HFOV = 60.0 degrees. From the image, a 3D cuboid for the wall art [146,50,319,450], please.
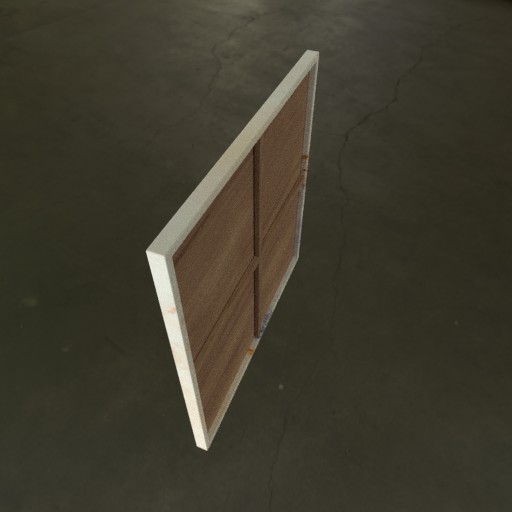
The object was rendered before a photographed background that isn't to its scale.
[{"bbox_3d":[0.000,0.000,1.346,0.038,0.889,0.889,17,49,15],"label":"wall art"}]
